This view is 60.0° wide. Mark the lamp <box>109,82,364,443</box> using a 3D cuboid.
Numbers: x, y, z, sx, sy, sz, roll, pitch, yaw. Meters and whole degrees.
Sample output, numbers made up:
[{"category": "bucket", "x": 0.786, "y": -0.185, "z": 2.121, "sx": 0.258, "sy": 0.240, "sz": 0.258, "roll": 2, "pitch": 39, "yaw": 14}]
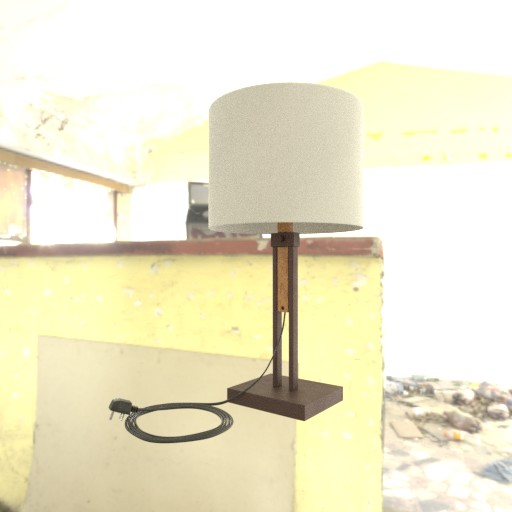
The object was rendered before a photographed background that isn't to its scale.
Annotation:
[{"category": "lamp", "x": 0.000, "y": 0.000, "z": 0.972, "sx": 0.396, "sy": 0.668, "sz": 0.525, "roll": -1, "pitch": -1, "yaw": 37}]
